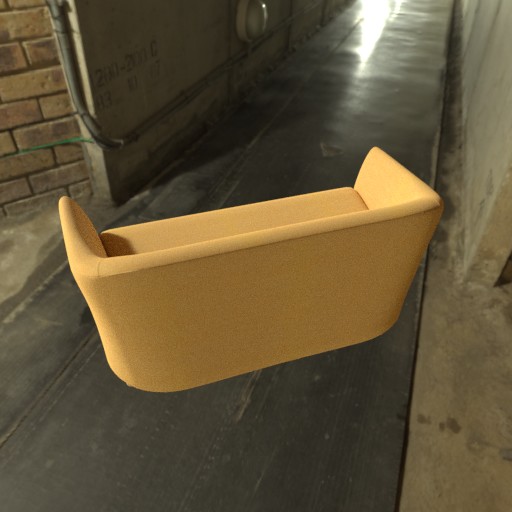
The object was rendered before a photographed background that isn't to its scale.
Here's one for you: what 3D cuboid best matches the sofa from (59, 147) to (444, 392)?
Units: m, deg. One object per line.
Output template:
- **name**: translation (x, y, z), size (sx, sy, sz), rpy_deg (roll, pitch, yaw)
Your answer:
- **sofa**: translation (0.000, 0.000, 1.846), size (1.452, 0.721, 0.705), rpy_deg (-12, 42, -13)
